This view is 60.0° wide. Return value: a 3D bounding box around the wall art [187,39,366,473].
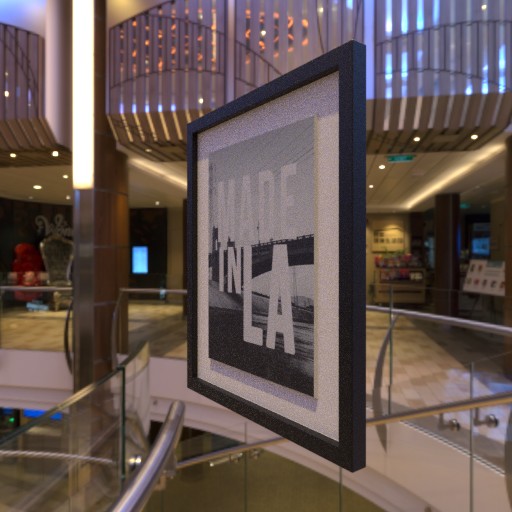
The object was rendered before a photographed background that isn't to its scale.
[{"bbox_3d":[0.000,0.000,0.762,0.028,0.559,0.457,0,0,-36],"label":"wall art"}]
